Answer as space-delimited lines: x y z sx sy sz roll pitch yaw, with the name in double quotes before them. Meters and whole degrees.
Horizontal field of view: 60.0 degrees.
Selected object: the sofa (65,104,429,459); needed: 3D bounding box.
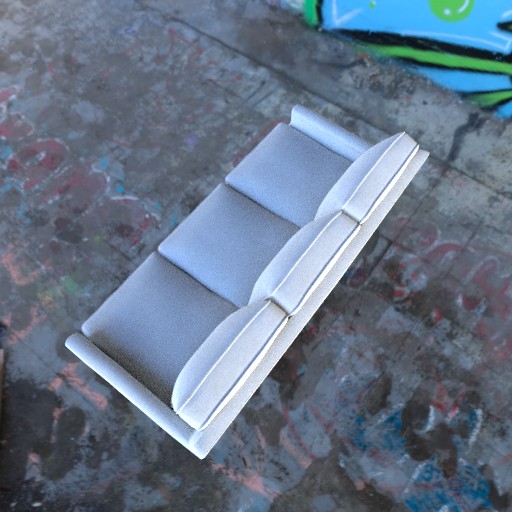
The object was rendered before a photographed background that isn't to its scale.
"sofa" 0.000 0.000 2.799 1.084 1.003 2.246 34 68 16
